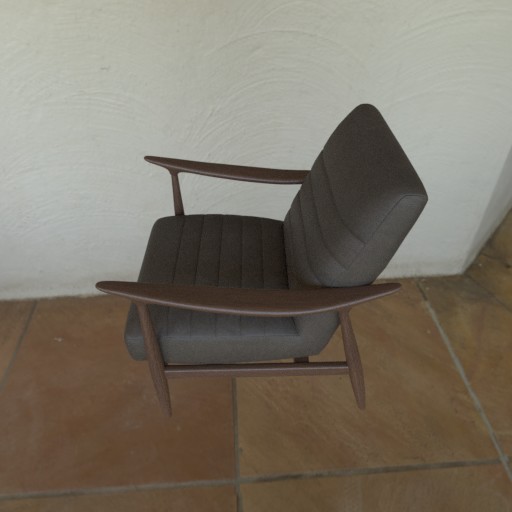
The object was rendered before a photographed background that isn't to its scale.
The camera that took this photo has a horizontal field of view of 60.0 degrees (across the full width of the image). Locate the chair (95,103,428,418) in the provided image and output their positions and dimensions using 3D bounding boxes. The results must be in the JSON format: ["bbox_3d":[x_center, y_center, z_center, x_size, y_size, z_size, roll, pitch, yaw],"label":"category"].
[{"bbox_3d":[0.000,0.000,1.462,0.798,0.831,0.741,-1,40,-1],"label":"chair"}]
